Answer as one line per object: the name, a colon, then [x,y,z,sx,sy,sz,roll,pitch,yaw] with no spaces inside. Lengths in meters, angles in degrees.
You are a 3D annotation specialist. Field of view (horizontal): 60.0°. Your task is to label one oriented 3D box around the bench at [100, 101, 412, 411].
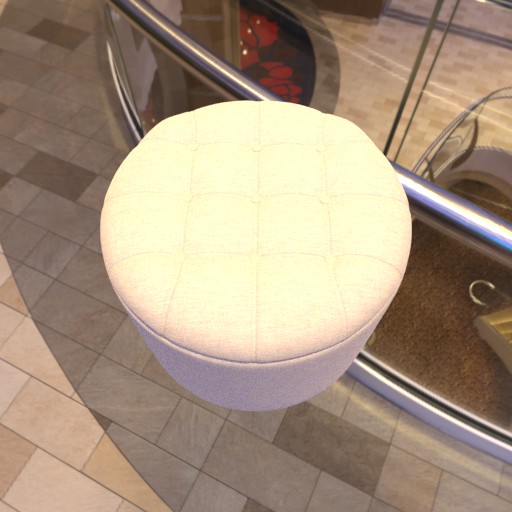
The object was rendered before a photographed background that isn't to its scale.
bench: [0.000,0.000,1.001,0.600,0.454,0.600,0,59,0]
